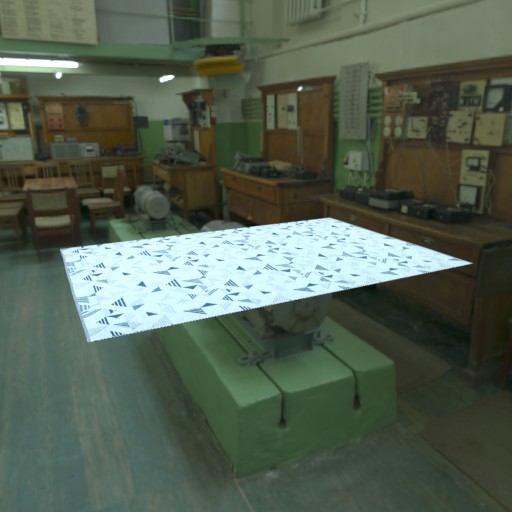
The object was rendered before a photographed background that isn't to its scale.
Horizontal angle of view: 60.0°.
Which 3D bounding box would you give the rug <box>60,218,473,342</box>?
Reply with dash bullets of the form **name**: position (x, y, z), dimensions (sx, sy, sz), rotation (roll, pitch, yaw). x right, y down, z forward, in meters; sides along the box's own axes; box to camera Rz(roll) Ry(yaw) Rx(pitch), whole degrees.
- **rug**: position (0.000, 0.000, 2.338), dimensions (1.835, 0.003, 1.206), rotation (-8, 19, -26)
